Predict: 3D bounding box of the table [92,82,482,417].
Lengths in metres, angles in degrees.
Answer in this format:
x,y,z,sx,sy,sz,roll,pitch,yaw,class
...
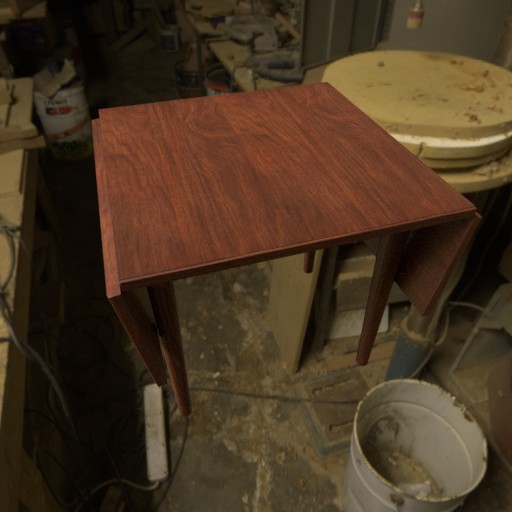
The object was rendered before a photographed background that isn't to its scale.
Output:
x,y,z,sx,sy,sz,roll,pitch,yaw,class
0.000,0.000,1.447,0.843,0.763,0.812,-12,43,-13,table
